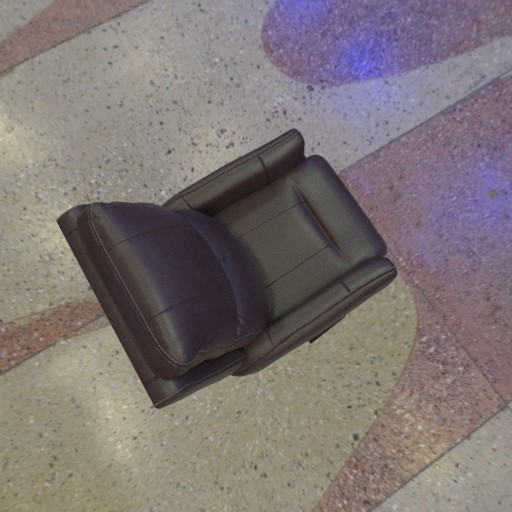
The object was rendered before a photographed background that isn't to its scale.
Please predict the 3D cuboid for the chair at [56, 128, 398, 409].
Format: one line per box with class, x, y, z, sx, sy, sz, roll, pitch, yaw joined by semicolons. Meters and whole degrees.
chair;0.000;0.000;1.800;1.080;1.030;0.829;-31;78;-8
